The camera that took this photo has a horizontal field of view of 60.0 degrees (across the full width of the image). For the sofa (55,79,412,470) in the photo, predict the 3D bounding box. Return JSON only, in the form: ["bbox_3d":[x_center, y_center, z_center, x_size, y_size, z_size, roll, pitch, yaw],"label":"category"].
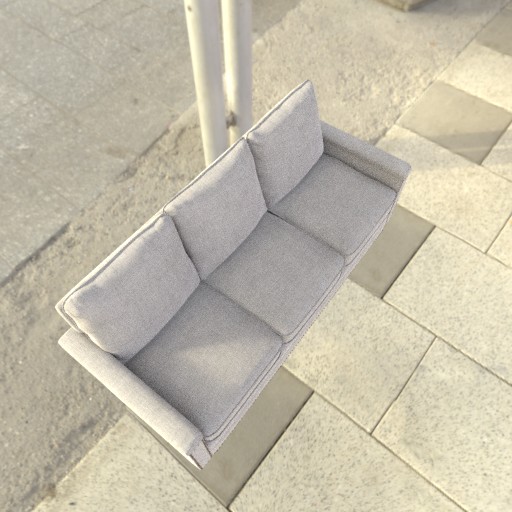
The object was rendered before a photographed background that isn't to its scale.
[{"bbox_3d":[0.000,0.000,2.362,0.828,0.959,1.925,33,63,19],"label":"sofa"}]
